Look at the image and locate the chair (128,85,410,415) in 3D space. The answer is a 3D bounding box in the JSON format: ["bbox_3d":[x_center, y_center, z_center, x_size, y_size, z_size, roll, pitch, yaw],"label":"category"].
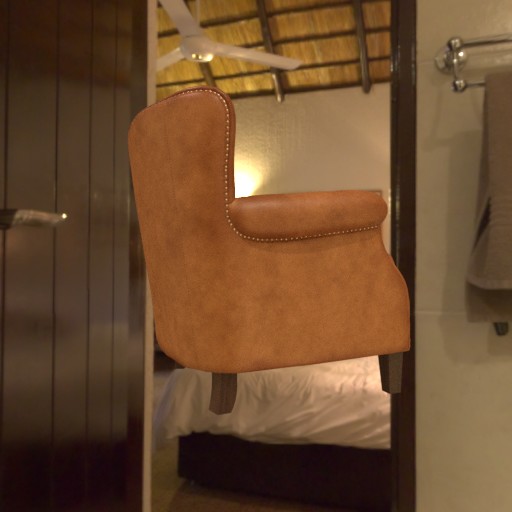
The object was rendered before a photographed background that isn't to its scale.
[{"bbox_3d":[0.000,0.000,1.659,0.921,0.936,0.861,0,-1,-20],"label":"chair"}]
